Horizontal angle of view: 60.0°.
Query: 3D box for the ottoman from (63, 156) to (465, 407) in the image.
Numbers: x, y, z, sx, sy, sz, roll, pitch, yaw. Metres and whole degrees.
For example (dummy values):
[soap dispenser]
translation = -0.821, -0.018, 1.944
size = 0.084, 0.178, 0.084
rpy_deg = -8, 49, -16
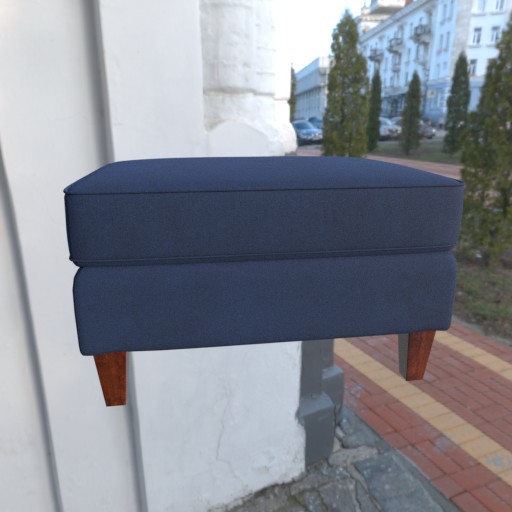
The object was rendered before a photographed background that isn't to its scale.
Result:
[ottoman]
translation = 0.000, 0.000, 1.382
size = 0.965, 0.584, 0.686
rpy_deg = -2, 17, -8
